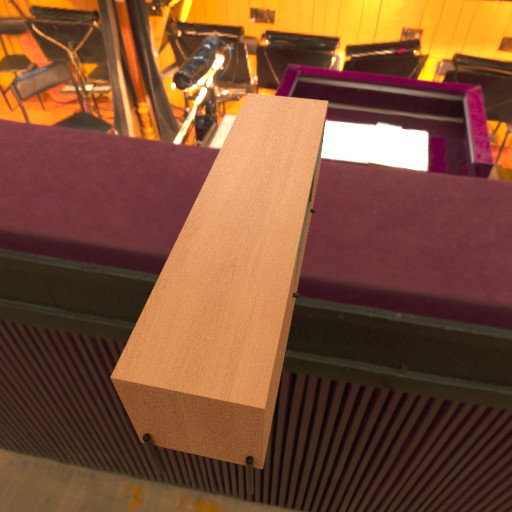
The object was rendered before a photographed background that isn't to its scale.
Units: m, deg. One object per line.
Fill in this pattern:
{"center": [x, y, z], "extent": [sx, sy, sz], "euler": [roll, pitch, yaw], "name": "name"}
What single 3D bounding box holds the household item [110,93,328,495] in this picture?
{"center": [0.000, 0.000, 1.768], "extent": [0.400, 0.600, 1.550], "euler": [9, 47, 8], "name": "household item"}
